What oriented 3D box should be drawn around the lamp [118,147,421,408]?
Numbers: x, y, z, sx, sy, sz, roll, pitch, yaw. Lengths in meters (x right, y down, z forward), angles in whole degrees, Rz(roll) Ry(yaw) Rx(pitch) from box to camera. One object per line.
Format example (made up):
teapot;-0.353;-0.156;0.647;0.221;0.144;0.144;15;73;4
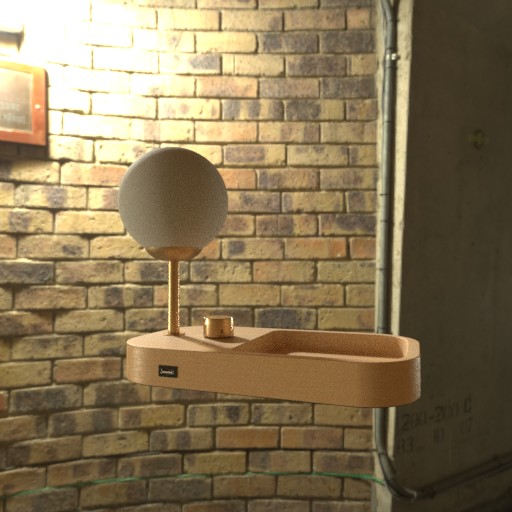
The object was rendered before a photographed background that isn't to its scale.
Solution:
lamp;0.000;0.000;0.479;0.331;0.253;0.173;-1;-2;20
